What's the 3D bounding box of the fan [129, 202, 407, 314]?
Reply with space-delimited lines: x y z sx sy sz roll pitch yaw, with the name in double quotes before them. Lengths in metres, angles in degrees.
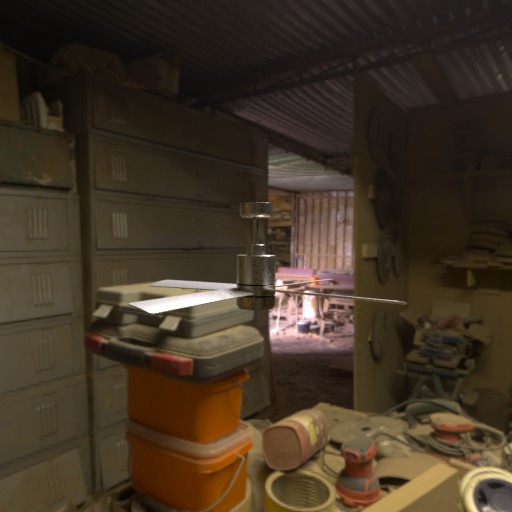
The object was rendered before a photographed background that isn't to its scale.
"fan" 0.000 0.000 2.303 1.525 0.539 1.525 1 2 37
